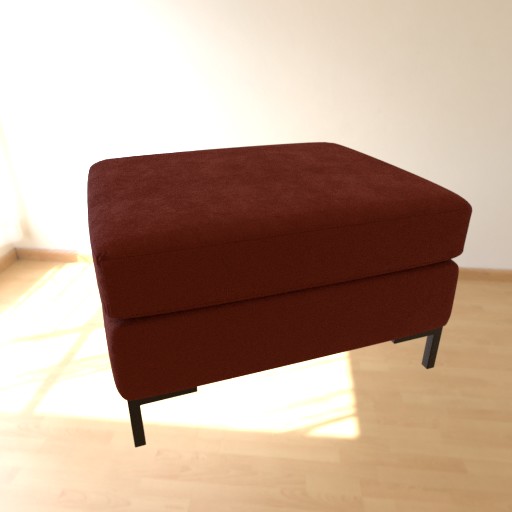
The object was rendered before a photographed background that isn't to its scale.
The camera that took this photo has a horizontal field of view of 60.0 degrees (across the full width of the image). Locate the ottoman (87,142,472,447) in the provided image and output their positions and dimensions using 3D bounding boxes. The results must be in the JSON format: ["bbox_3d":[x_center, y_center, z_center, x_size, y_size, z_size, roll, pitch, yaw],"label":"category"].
[{"bbox_3d":[0.000,0.000,1.162,0.782,0.462,0.650,-9,27,-17],"label":"ottoman"}]
